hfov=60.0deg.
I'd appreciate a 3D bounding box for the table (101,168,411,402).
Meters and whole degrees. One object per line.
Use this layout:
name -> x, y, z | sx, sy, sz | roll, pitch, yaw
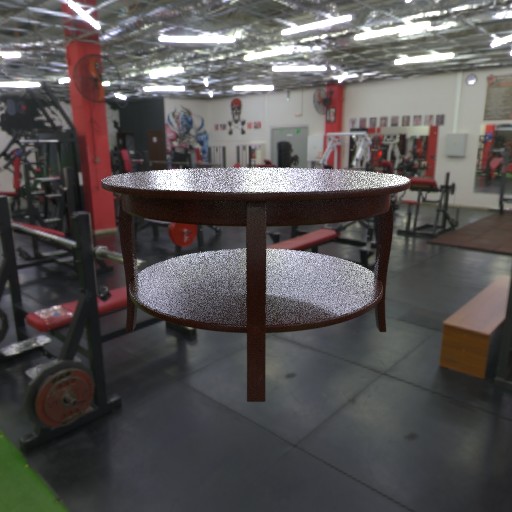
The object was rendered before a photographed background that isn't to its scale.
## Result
table -> 0.000, 0.000, 1.438 | 0.911, 0.512, 0.911 | 0, 14, 0
